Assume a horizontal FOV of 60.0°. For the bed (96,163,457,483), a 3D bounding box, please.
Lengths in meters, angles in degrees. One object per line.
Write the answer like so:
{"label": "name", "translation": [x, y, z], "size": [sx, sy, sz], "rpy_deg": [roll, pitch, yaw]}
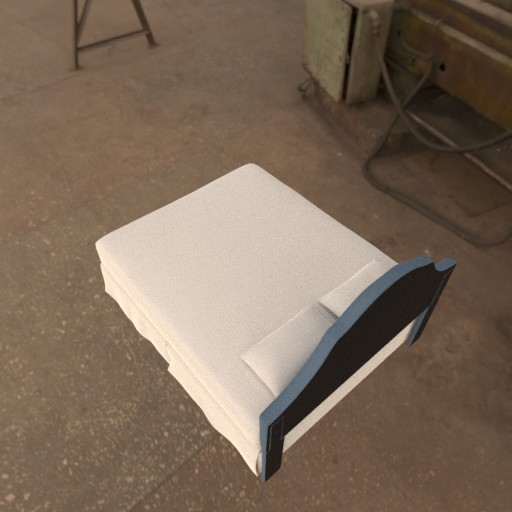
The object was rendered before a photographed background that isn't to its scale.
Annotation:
{"label": "bed", "translation": [0.000, 0.000, 3.796], "size": [2.039, 1.617, 2.477], "rpy_deg": [-32, 55, -26]}
